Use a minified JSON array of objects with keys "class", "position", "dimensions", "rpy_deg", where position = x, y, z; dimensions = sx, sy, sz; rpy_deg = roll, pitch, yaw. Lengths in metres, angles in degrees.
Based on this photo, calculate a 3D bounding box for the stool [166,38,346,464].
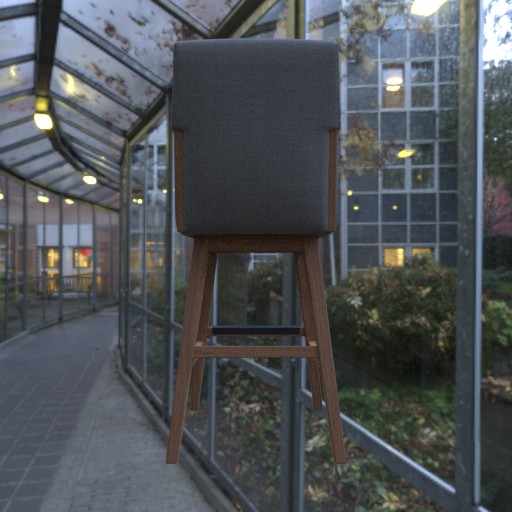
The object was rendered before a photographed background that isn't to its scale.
[{"class":"stool","position":[0.000,0.000,1.387],"dimensions":[0.483,1.112,0.570],"rpy_deg":[0,0,0]}]
